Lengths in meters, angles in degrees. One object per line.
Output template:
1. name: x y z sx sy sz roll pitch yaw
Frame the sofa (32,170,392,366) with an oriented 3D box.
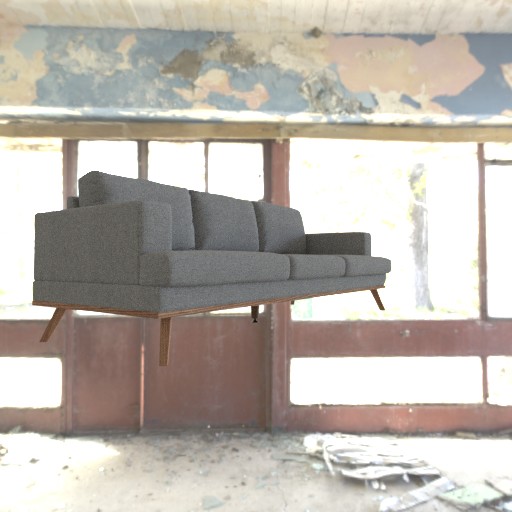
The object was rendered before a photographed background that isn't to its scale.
1. sofa: 0.000 0.000 2.719 0.920 0.810 2.310 -1 -1 36
